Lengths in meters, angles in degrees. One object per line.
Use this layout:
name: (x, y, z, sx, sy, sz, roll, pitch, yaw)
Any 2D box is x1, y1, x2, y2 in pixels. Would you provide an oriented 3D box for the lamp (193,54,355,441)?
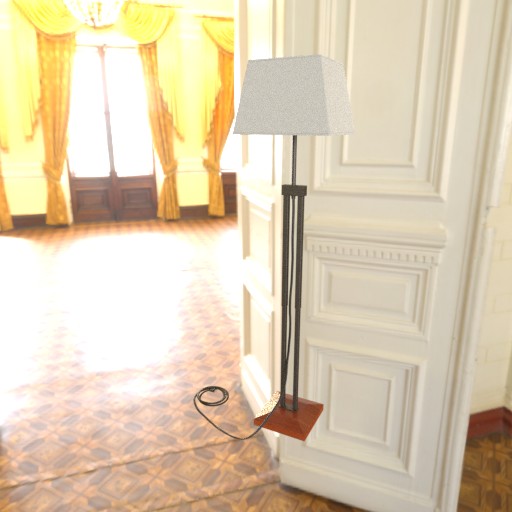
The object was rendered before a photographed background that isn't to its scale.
lamp: (0.000, 0.000, 2.070, 0.745, 1.712, 0.472, 8, 18, 26)
